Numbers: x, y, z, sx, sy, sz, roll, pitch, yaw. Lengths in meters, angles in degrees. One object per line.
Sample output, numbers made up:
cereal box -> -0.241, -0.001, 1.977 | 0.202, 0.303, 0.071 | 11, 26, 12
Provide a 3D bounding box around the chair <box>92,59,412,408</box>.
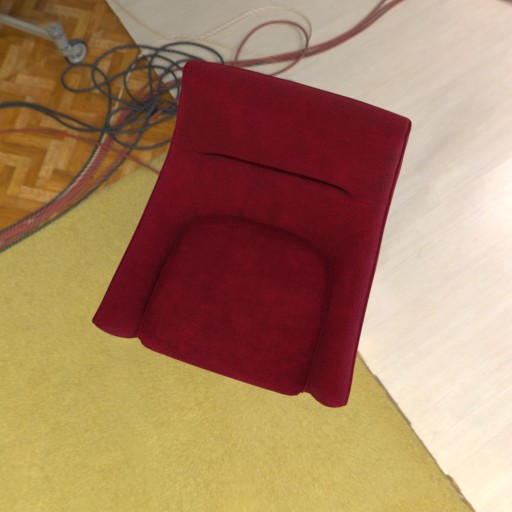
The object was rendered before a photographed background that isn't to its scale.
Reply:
chair -> 0.000, 0.000, 1.460 | 0.762, 0.838, 0.787 | 17, 75, 5
